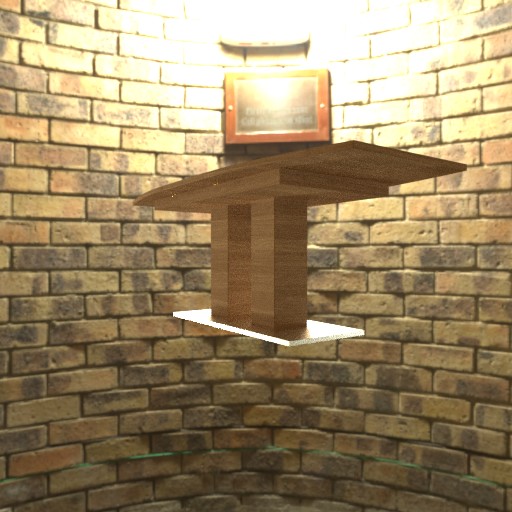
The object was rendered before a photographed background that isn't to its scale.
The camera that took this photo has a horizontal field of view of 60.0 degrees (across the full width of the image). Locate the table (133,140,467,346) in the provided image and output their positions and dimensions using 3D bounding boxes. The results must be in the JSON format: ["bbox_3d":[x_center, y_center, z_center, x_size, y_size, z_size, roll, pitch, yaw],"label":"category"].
[{"bbox_3d":[0.000,0.000,2.441,0.900,0.750,2.032,0,0,-35],"label":"table"}]
